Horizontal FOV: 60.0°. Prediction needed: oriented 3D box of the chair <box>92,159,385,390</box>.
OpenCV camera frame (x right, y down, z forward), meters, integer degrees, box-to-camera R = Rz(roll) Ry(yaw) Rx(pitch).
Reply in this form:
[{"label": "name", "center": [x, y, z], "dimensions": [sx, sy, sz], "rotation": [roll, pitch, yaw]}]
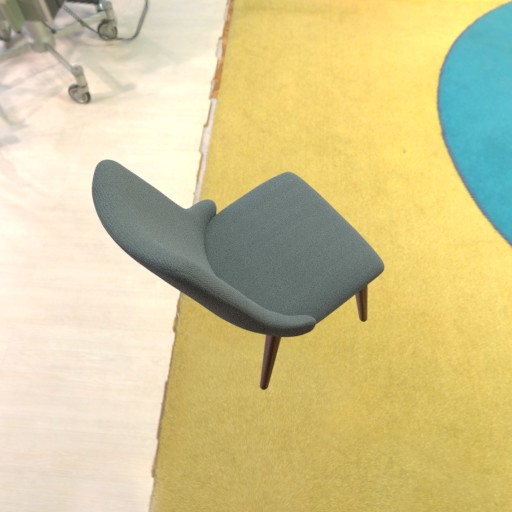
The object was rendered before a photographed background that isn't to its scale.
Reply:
[{"label": "chair", "center": [0.000, 0.000, 1.324], "dimensions": [0.707, 0.918, 0.535], "rotation": [-31, 64, -17]}]
